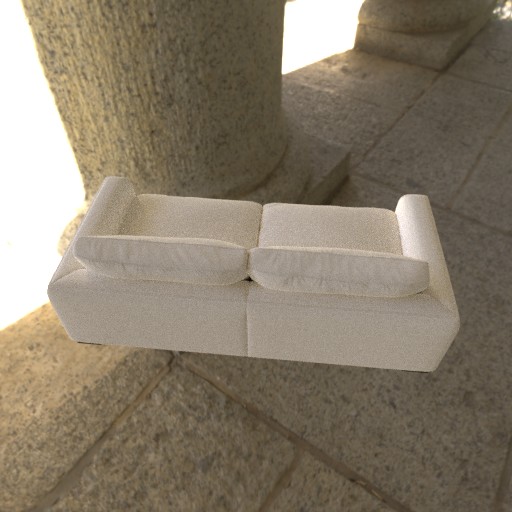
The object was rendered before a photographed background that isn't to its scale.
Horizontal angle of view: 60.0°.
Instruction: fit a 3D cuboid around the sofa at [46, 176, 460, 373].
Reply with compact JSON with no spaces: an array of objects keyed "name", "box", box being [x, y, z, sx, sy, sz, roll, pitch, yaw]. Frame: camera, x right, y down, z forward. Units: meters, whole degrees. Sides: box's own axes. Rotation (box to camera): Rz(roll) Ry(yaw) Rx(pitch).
[{"name":"sofa","box":[0.000,0.000,2.818,2.262,0.801,1.070,4,47,4]}]
